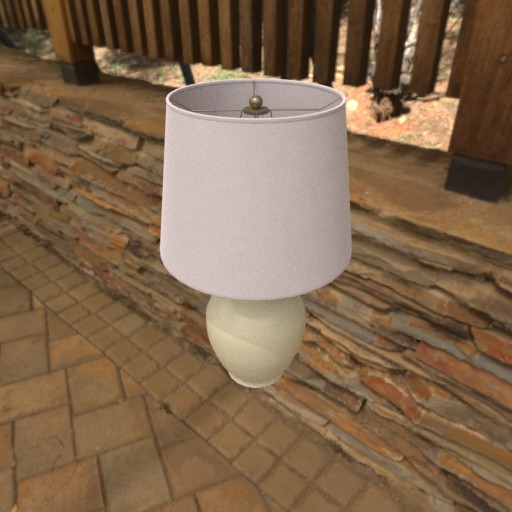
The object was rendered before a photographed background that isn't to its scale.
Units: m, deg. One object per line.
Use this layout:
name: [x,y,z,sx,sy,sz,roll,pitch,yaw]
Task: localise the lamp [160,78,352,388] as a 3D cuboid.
lamp: [0.000,0.000,0.573,0.239,0.399,0.239,0,32,0]
